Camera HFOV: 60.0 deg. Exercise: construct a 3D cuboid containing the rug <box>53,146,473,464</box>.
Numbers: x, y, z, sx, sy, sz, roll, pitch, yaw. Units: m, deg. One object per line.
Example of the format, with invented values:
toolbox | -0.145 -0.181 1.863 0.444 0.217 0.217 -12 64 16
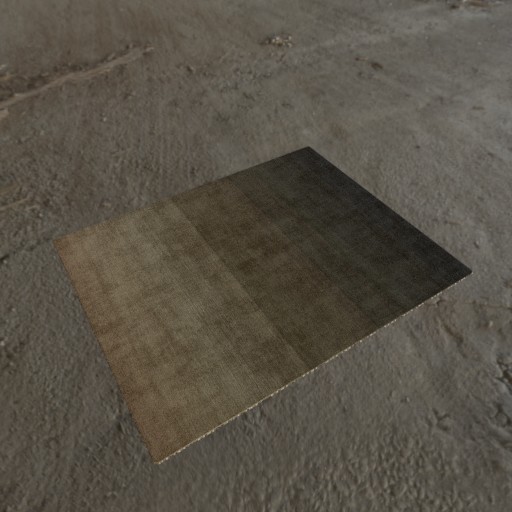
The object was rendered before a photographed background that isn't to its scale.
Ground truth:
rug | 0.000 0.000 3.867 2.902 0.017 2.306 -25 51 -22
